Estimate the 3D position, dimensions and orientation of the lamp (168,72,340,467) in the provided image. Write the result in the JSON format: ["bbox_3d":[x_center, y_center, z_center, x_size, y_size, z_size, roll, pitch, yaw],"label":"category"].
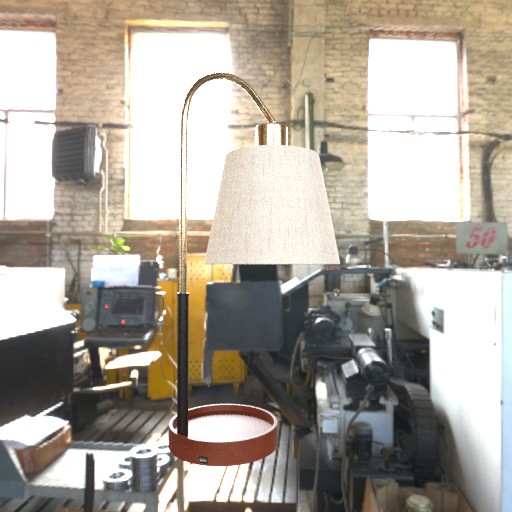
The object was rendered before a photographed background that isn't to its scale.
[{"bbox_3d":[0.000,0.000,0.677,0.273,0.536,0.211,1,-1,-37],"label":"lamp"}]
